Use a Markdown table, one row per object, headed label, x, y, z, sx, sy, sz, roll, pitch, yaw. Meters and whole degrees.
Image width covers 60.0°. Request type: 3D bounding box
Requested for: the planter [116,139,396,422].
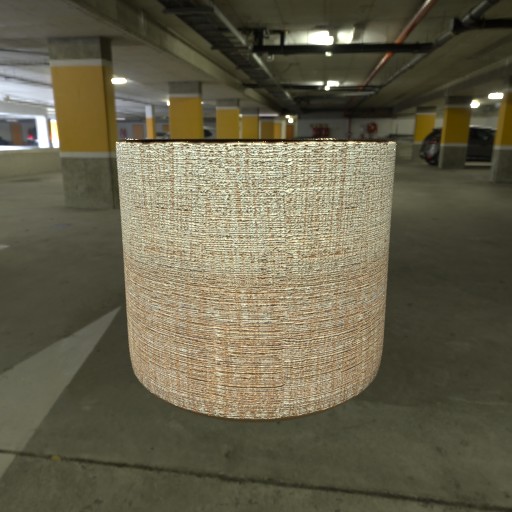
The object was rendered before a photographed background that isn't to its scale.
| label | x | y | z | sx | sy | sz | roll | pitch | yaw |
| --- | --- | --- | --- | --- | --- | --- | --- | --- | --- |
| planter | 0.000 | 0.000 | 0.307 | 0.177 | 0.157 | 0.177 | 0 | 15 | 0 |
